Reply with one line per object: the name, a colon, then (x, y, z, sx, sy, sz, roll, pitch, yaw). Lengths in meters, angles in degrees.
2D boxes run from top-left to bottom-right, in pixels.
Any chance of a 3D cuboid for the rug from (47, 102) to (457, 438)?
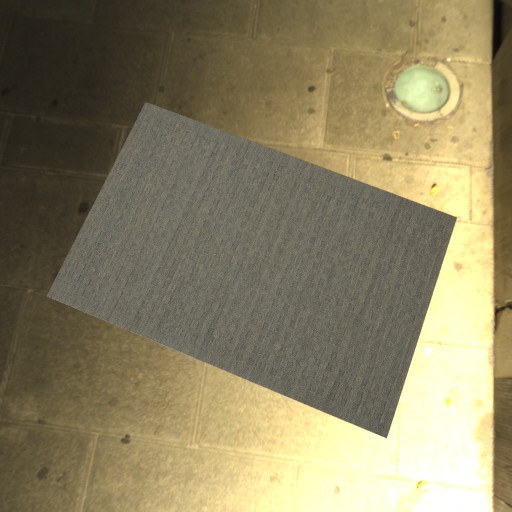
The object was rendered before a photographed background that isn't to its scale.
rug: (0.000, 0.000, 2.217, 1.752, 0.006, 1.142, 21, 78, 5)
